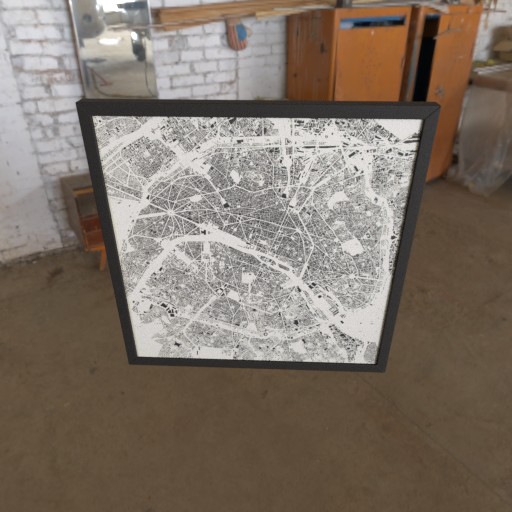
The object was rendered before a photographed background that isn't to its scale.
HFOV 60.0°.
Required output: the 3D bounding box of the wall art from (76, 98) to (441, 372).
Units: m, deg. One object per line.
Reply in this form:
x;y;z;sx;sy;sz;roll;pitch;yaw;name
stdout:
0.000;0.000;1.135;0.763;0.763;0.037;1;31;2;wall art
